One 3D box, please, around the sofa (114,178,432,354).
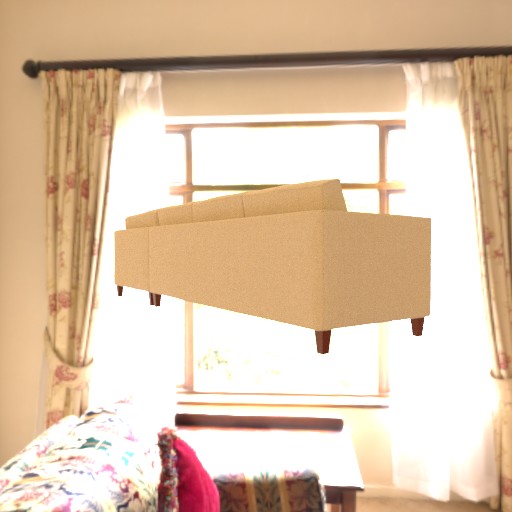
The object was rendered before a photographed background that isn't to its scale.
[{"bbox_3d":[0.000,0.000,4.091,1.599,0.954,3.471,-1,1,-35],"label":"sofa"}]
